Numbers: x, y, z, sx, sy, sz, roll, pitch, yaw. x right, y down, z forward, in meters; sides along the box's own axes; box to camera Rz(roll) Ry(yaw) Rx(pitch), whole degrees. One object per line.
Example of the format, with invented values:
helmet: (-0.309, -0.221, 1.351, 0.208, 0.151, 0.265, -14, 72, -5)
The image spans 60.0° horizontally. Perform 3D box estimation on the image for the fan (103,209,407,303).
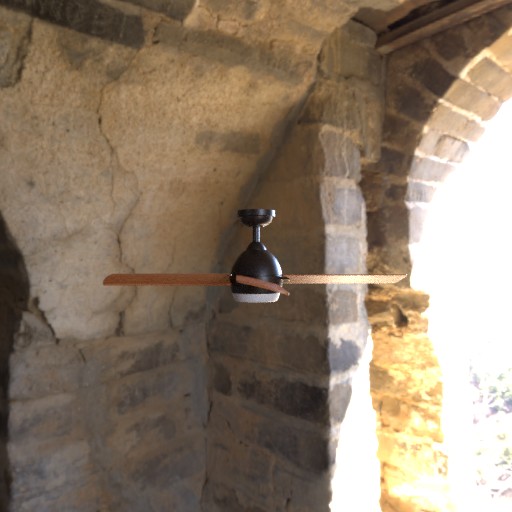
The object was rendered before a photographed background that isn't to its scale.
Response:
fan: (0.000, 0.000, 1.989, 1.332, 0.403, 1.332, 0, -1, -2)
